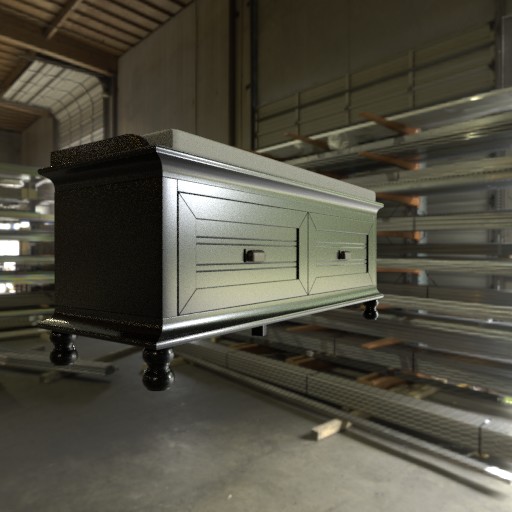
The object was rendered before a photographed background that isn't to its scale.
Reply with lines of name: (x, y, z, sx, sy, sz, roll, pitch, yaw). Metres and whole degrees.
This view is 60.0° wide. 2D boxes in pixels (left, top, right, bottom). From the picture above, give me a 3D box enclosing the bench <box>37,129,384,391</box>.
bench: (0.000, 0.000, 1.395, 0.402, 0.501, 1.185, 0, 0, 35)
